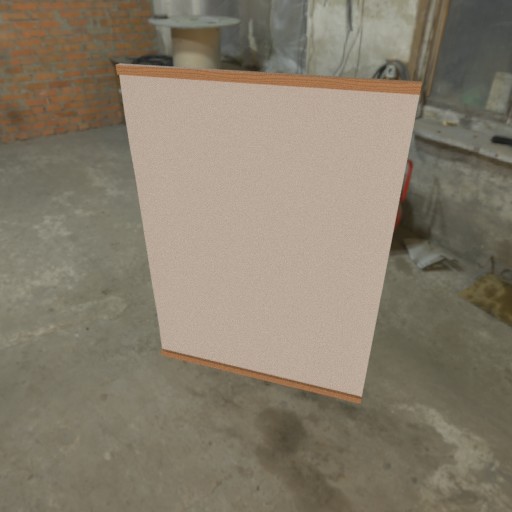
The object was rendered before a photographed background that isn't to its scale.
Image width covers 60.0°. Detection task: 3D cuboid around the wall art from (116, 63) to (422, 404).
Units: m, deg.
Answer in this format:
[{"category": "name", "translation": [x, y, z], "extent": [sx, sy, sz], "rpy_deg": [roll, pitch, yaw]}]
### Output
[{"category": "wall art", "translation": [0.000, 0.000, 1.308], "extent": [0.739, 1.016, 0.020], "rpy_deg": [10, 34, 15]}]
